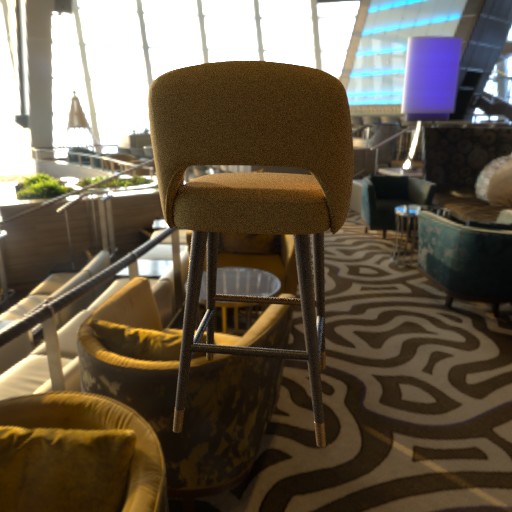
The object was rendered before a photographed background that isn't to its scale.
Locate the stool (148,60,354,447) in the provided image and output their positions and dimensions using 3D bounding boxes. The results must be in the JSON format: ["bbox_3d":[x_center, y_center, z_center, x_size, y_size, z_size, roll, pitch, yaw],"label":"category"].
[{"bbox_3d":[0.000,0.000,1.332,0.536,1.032,0.522,2,18,8],"label":"stool"}]
